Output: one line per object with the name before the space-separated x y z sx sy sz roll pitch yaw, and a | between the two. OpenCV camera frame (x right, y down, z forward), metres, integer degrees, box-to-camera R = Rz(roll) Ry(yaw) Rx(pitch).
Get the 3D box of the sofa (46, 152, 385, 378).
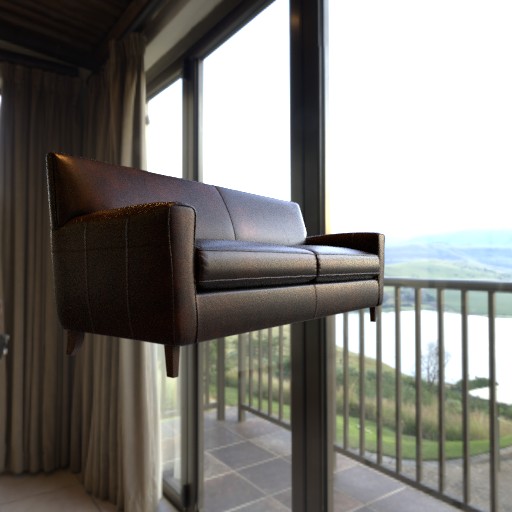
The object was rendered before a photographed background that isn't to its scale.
sofa | 0.000 0.000 2.462 0.786 0.871 1.995 -1 -1 37
